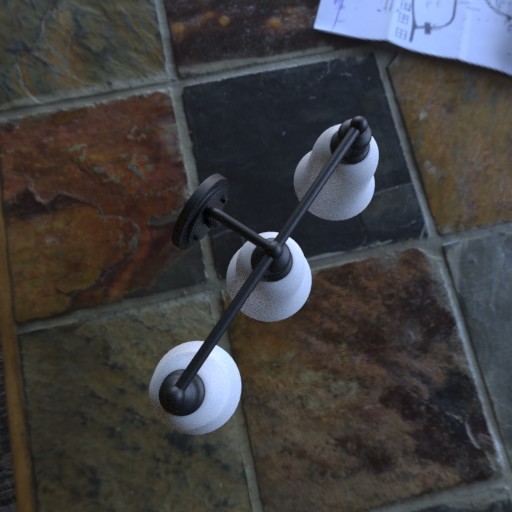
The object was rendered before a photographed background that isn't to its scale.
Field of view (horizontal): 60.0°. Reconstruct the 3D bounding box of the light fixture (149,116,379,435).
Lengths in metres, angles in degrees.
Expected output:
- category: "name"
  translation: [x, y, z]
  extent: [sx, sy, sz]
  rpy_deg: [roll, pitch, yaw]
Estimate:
- category: "light fixture"
  translation: [0.000, 0.000, 0.656]
  extent: [0.198, 0.211, 0.570]
  rpy_deg: [33, 79, 7]
